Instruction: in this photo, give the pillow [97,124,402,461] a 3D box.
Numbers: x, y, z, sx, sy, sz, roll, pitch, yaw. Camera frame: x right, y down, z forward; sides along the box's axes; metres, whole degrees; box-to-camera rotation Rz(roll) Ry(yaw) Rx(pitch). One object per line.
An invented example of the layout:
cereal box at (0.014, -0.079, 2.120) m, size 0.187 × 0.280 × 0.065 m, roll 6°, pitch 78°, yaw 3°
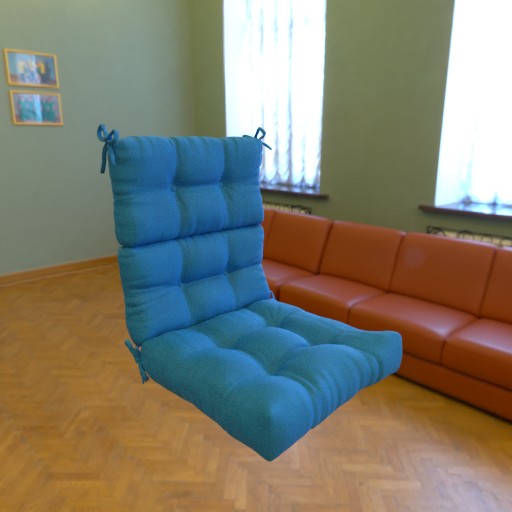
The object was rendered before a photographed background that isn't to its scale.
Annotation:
pillow at (0.000, 0.000, 1.049) m, size 0.519 × 0.605 × 0.571 m, roll -14°, pitch 20°, yaw -43°
